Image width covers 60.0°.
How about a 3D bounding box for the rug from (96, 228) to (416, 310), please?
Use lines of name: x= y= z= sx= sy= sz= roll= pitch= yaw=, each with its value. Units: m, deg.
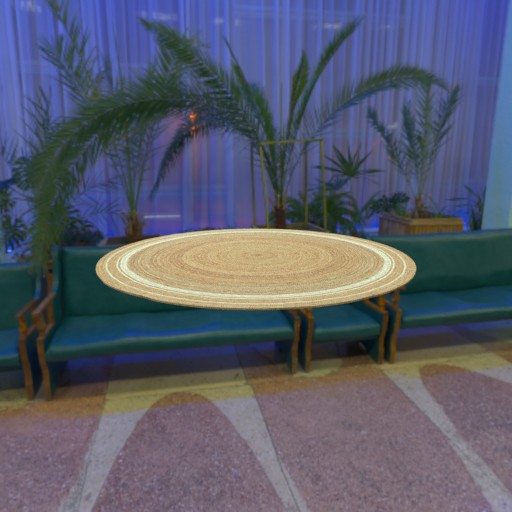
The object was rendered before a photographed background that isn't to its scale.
rug: x=0.000 y=0.000 z=3.584 sx=2.444 sy=0.015 sz=2.444 roll=0 pitch=14 yaw=0
